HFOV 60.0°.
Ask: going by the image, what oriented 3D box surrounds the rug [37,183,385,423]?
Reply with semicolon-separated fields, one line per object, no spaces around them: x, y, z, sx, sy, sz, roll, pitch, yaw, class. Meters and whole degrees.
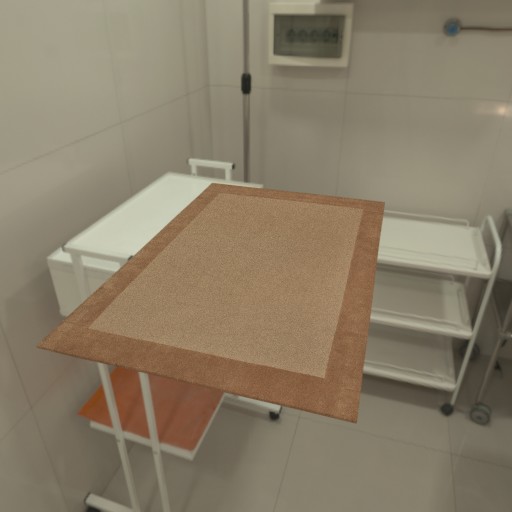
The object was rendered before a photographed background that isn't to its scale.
0.000;0.000;2.310;1.219;0.014;1.829;9;31;14;rug
